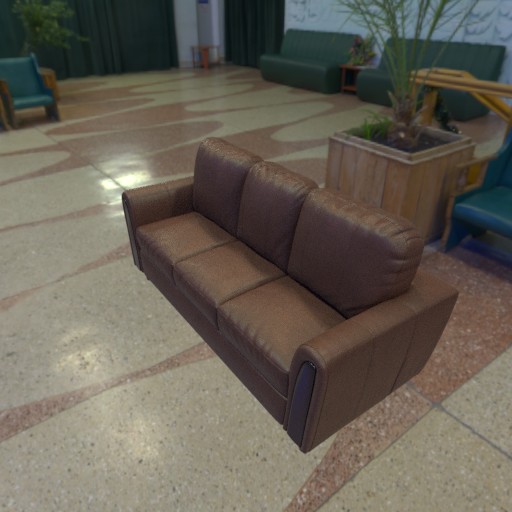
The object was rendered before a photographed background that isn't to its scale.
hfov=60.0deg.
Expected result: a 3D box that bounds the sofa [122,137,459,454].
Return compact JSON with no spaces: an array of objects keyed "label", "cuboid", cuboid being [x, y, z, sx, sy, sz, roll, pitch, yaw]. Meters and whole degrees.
[{"label":"sofa","cuboid":[0.000,0.000,2.374,0.802,0.915,1.862,-20,36,-30]}]
